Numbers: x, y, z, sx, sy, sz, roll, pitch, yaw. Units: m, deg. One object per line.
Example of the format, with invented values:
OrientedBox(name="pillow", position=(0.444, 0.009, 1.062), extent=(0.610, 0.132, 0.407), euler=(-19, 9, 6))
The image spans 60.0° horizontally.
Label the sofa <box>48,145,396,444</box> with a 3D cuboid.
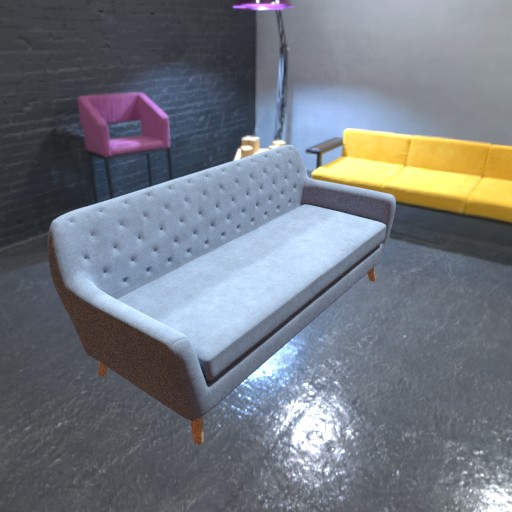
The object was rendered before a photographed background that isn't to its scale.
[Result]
OrientedBox(name="sofa", position=(0.000, 0.000, 2.460), extent=(0.830, 0.830, 1.970), euler=(19, 32, 33))
